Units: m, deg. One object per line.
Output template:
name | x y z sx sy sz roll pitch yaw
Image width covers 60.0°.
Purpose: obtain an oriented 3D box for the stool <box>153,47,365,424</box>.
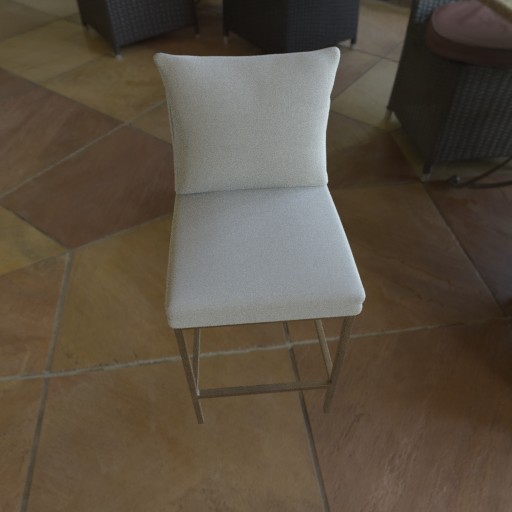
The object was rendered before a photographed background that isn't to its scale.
stool | 0.000 0.000 1.296 0.463 1.032 0.572 -4 47 -3
